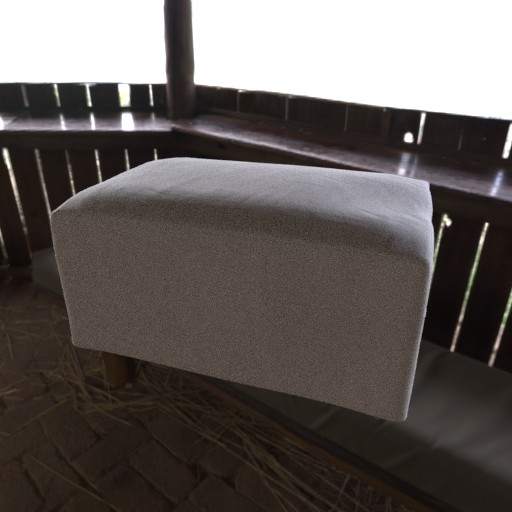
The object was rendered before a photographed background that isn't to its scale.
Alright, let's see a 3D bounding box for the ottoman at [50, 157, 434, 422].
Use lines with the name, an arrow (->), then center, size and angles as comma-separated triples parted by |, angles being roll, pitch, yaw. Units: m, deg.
ottoman -> 0.000, 0.000, 1.208 | 0.872, 0.444, 0.590 | 8, 27, 16
